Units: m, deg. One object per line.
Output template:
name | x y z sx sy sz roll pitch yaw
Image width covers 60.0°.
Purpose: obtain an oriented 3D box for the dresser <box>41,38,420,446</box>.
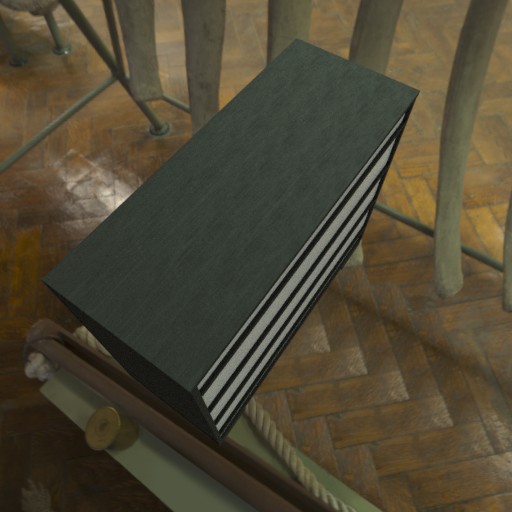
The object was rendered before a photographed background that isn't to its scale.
dresser | 0.000 0.000 1.426 0.404 0.816 0.994 31 65 17
